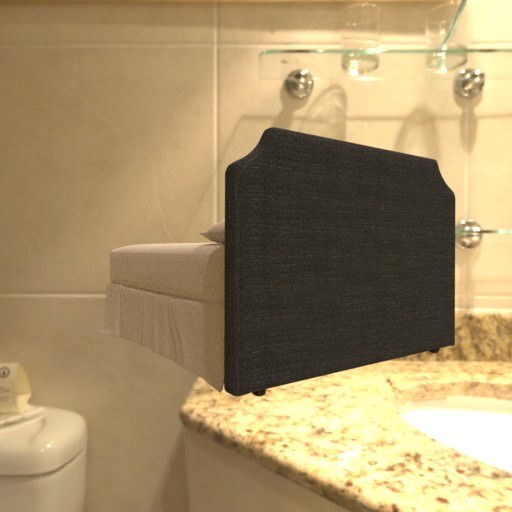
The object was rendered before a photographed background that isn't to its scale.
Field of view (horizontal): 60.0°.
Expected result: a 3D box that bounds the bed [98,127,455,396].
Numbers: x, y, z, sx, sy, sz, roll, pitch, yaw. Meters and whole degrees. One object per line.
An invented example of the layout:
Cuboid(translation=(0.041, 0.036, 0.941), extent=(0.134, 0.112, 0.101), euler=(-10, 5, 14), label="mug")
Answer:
Cuboid(translation=(0.000, 0.000, 3.400), extent=(1.828, 1.297, 2.208), euler=(-1, 1, -36), label="bed")
